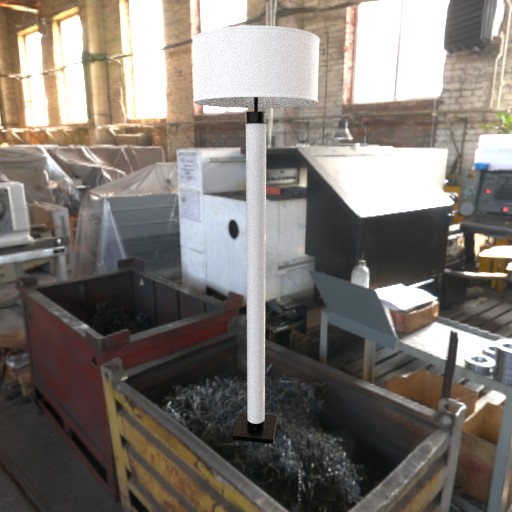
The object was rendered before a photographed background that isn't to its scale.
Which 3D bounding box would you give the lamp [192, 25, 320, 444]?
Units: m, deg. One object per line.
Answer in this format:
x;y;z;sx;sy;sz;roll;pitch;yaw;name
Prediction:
0.000;0.000;1.642;0.420;1.475;0.420;2;14;9;lamp
